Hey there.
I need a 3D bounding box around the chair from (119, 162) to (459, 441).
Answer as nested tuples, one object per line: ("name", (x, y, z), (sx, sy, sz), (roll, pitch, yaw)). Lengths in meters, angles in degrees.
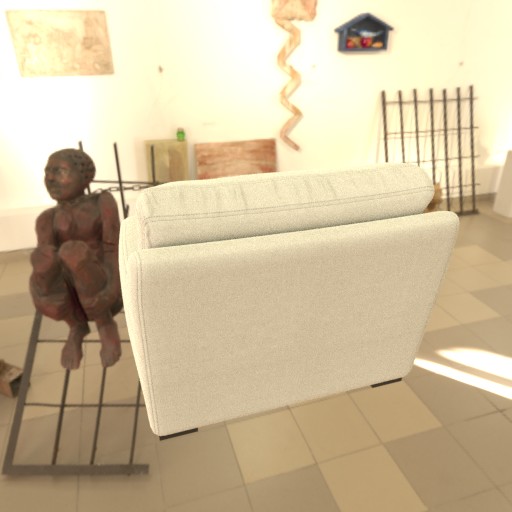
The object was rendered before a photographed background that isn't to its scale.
("chair", (0.000, 0.000, 1.926), (1.140, 0.930, 1.158), (-8, 28, -16))
